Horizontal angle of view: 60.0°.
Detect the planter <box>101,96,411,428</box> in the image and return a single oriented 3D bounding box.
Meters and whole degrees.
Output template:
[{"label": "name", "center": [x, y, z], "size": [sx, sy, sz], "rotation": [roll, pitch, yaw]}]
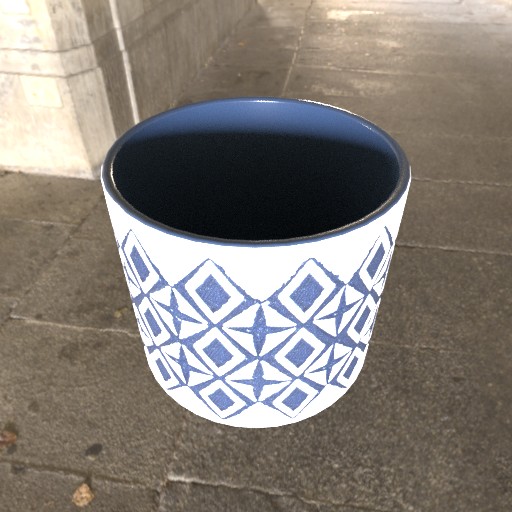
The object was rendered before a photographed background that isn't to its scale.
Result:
[{"label": "planter", "center": [0.000, 0.000, 0.279], "size": [0.159, 0.144, 0.159], "rotation": [0, 40, 0]}]
